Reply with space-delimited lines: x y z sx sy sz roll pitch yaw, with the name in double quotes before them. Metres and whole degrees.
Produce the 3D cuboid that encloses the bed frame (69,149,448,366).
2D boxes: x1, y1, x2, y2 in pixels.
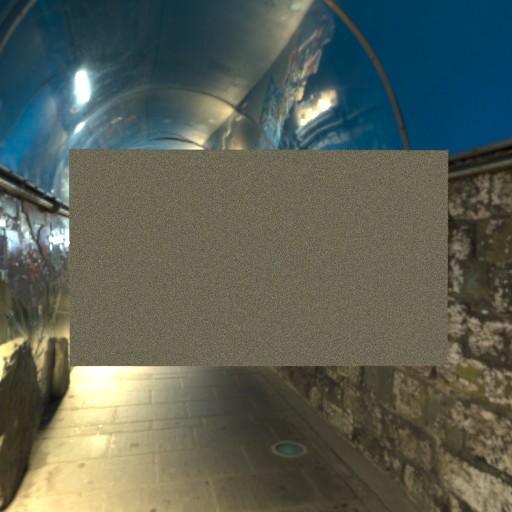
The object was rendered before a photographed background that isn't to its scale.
"bed frame" 0.000 0.000 2.588 1.400 0.800 1.900 0 0 -1
